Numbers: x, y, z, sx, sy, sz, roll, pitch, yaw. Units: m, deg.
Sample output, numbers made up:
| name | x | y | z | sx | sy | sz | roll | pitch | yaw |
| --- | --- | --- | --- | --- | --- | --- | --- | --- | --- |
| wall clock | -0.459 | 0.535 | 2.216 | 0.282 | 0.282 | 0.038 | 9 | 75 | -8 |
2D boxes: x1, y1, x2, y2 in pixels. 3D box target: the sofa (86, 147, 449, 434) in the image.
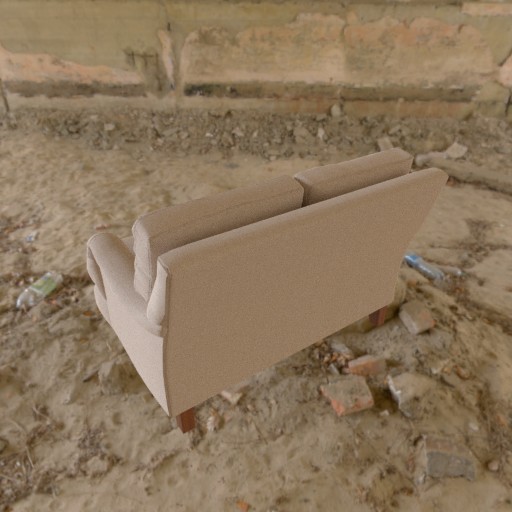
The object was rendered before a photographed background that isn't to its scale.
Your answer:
| name | x | y | z | sx | sy | sz | roll | pitch | yaw |
| --- | --- | --- | --- | --- | --- | --- | --- | --- | --- |
| sofa | 0.000 | 0.000 | 2.293 | 1.508 | 1.048 | 1.087 | -20 | 36 | -30 |
